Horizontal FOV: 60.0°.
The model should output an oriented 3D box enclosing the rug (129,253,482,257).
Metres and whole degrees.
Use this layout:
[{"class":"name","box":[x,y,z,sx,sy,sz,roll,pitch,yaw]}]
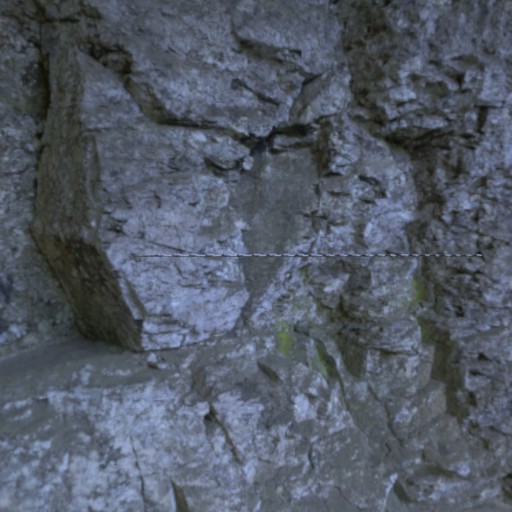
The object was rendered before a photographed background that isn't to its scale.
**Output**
[{"class":"rug","box":[0.000,0.000,3.898,2.030,0.017,3.040,0,0,-19]}]
